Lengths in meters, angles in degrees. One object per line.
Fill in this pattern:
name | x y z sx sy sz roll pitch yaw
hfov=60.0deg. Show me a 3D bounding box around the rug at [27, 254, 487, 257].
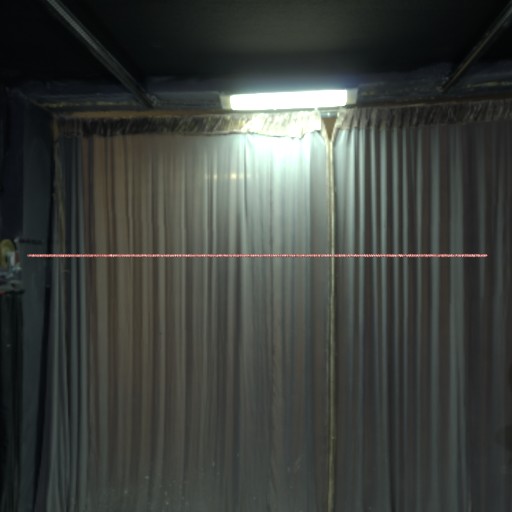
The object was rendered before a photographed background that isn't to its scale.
rug | 0.000 0.000 2.554 2.307 0.012 0.687 0 0 1
